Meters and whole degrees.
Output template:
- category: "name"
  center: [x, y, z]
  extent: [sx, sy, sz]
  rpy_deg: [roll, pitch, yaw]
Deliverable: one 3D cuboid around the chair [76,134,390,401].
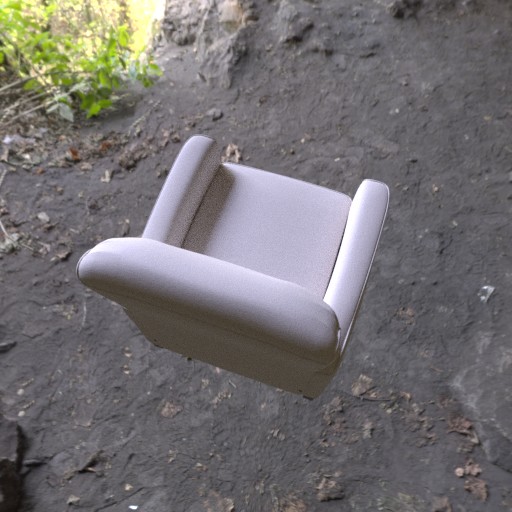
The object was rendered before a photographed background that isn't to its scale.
- category: "chair"
  center: [0.000, 0.000, 1.656]
  extent: [0.841, 1.028, 0.858]
  rpy_deg: [17, 64, 8]
